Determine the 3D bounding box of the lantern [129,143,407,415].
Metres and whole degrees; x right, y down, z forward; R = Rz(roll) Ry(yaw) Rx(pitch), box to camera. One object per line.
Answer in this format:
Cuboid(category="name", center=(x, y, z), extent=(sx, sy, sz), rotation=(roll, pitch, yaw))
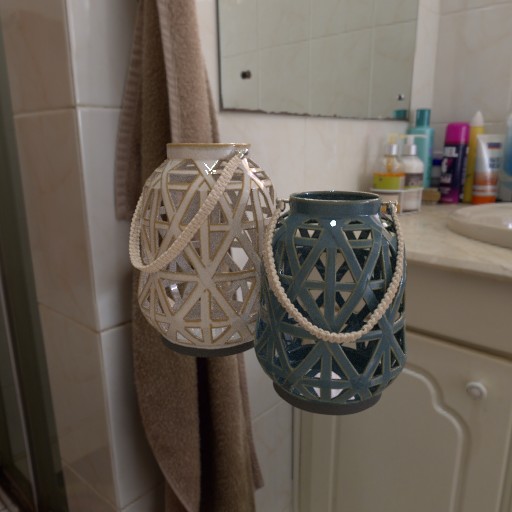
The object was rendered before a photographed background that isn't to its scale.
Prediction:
Cuboid(category="lantern", center=(0.000, 0.000, 0.625), extent=(0.439, 0.307, 0.245), rotation=(13, 20, 42))
